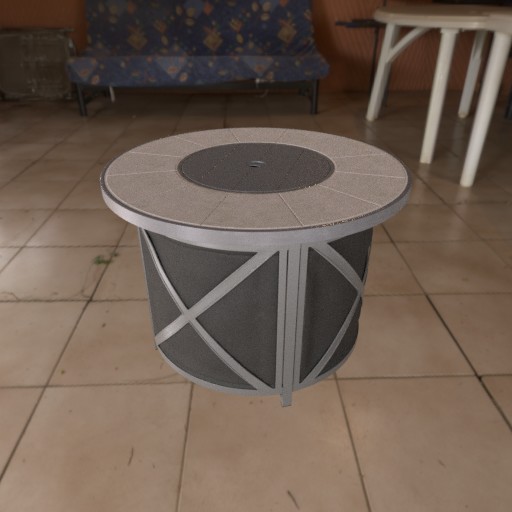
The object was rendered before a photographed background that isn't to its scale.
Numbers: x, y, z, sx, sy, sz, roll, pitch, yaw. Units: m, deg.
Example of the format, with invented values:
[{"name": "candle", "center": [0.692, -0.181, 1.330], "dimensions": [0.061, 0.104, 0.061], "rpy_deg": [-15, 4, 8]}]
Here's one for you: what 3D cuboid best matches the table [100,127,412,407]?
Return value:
[{"name": "table", "center": [0.000, 0.000, 1.520], "dimensions": [0.914, 0.650, 0.914], "rpy_deg": [0, 30, 0]}]
